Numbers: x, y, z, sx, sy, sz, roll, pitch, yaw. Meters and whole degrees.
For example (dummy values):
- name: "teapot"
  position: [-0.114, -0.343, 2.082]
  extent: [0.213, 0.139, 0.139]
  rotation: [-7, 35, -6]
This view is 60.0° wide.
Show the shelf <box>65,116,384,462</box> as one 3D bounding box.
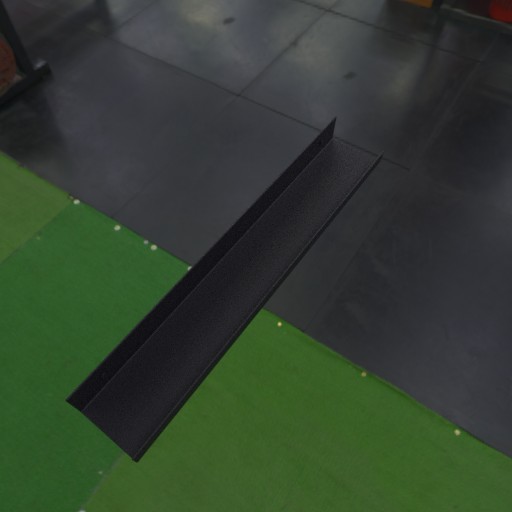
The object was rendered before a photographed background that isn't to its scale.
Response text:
- name: "shelf"
  position: [0.000, 0.000, 0.647]
  extent: [0.102, 0.053, 0.605]
  rotation: [32, 63, 19]
